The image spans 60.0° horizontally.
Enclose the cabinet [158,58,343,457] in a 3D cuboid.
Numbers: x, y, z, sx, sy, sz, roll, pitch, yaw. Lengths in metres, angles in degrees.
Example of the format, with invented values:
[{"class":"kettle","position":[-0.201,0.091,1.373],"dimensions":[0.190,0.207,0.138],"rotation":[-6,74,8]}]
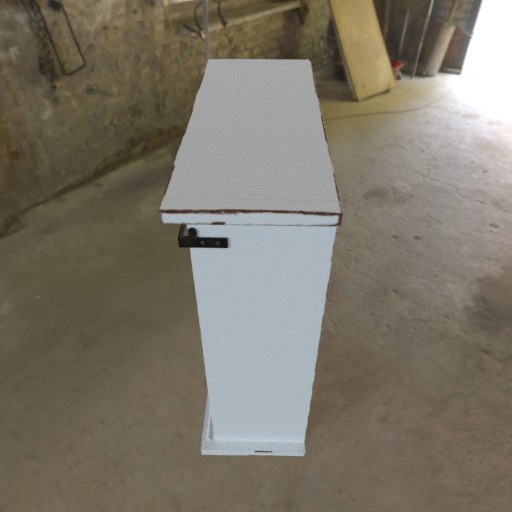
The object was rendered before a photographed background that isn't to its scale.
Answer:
[{"class":"cabinet","position":[0.000,0.000,0.904],"dimensions":[0.210,0.603,0.541],"rotation":[1,41,1]}]
